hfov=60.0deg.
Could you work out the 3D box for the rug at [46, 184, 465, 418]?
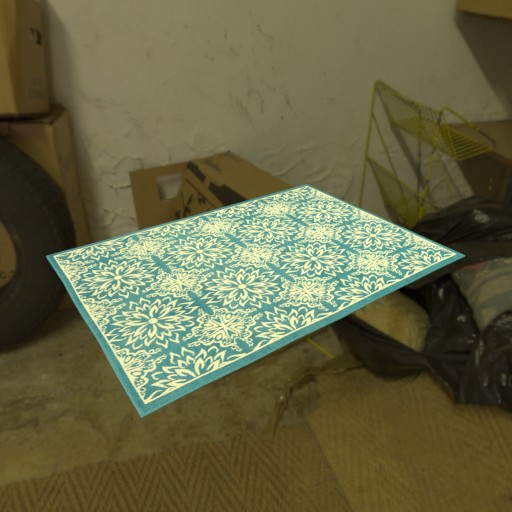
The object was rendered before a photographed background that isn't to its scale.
[{"bbox_3d":[0.000,0.000,2.847,2.205,0.012,1.554,-20,35,-30],"label":"rug"}]
